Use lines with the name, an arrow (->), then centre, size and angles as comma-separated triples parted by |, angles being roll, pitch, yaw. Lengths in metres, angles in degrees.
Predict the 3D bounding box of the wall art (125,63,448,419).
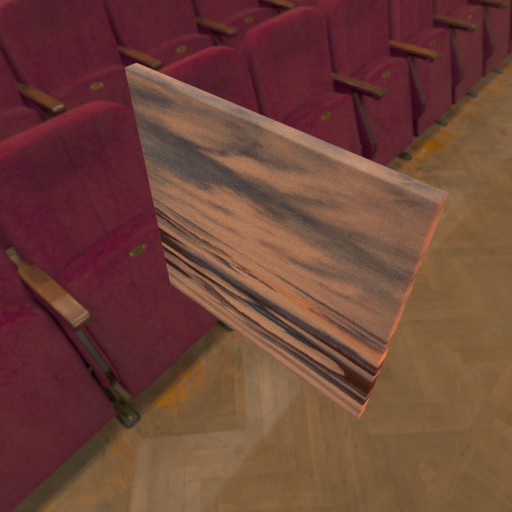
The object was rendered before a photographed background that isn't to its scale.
wall art -> 0.000, 0.000, 1.103 | 0.747, 0.747, 0.035 | 31, 53, 27
